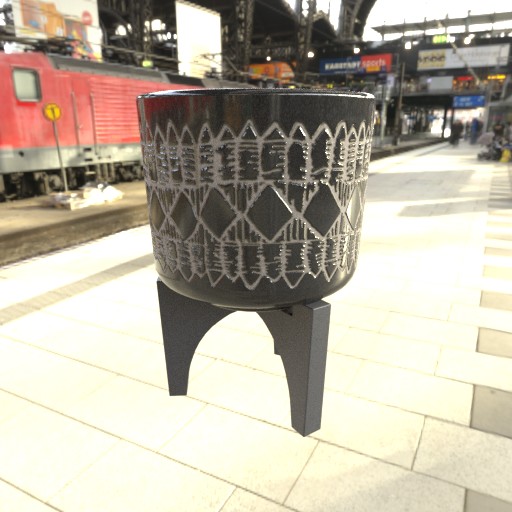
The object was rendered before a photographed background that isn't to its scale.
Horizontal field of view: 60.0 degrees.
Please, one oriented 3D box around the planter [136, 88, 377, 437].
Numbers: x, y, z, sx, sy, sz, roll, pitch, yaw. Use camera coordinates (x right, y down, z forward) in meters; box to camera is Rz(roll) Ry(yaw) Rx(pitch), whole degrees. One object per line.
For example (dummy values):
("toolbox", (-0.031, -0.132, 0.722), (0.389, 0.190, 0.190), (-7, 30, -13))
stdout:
("planter", (0.000, 0.000, 0.525), (0.251, 0.355, 0.251), (8, 18, 24))
